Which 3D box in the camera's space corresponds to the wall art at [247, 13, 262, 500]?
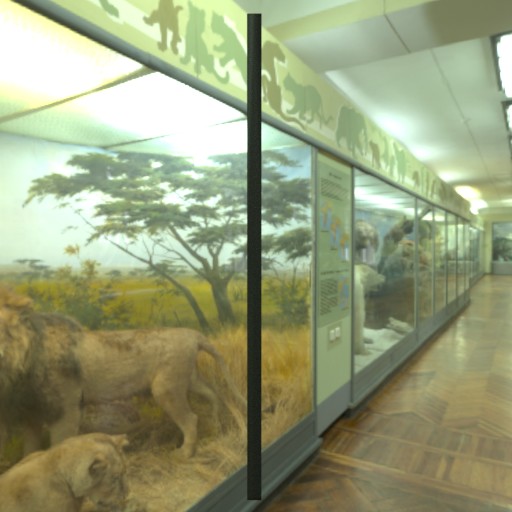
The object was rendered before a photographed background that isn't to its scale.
[{"bbox_3d":[0.000,0.000,0.544,0.013,0.431,0.303,0,1,1],"label":"wall art"}]
